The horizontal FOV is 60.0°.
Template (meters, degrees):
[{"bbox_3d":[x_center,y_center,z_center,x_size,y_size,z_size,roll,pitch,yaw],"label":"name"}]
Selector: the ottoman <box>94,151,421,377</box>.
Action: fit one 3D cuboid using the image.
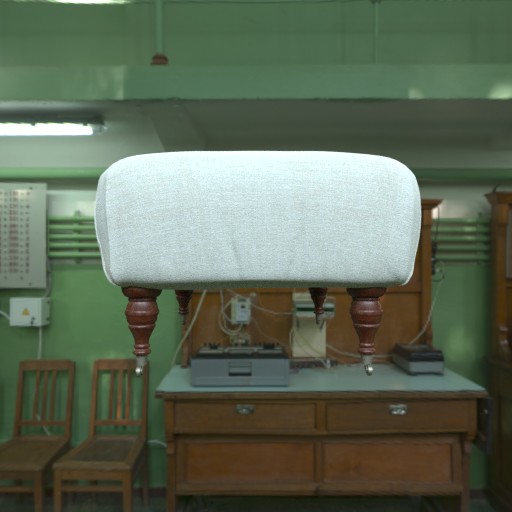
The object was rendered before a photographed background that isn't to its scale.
[{"bbox_3d":[0.000,0.000,1.142,0.622,0.450,0.747,0,0,-1],"label":"ottoman"}]
